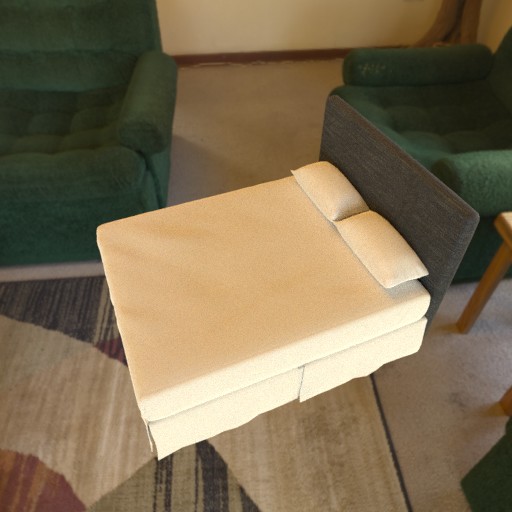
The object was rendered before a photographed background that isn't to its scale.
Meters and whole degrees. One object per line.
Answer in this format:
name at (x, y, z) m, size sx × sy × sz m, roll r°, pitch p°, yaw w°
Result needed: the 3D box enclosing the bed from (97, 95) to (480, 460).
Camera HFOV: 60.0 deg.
bed at (0.000, 0.000, 3.183) m, size 2.142 × 1.330 × 1.723 m, roll -17°, pitch 48°, yaw -16°
